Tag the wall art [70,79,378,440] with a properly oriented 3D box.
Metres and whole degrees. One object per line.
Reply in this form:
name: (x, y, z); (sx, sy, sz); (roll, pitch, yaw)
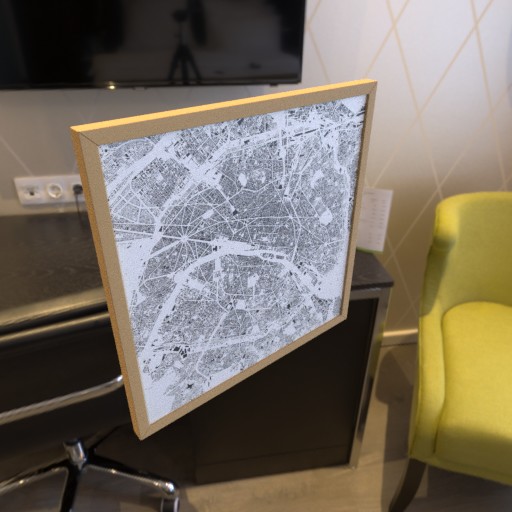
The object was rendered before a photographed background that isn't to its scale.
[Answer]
wall art: (0.000, 0.000, 1.119); (0.761, 0.761, 0.037); (-22, 37, -33)
